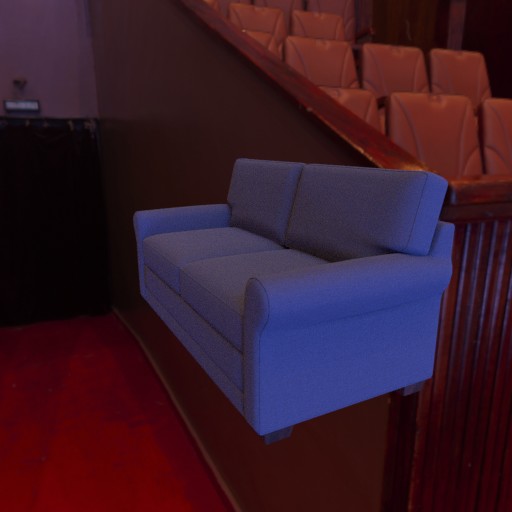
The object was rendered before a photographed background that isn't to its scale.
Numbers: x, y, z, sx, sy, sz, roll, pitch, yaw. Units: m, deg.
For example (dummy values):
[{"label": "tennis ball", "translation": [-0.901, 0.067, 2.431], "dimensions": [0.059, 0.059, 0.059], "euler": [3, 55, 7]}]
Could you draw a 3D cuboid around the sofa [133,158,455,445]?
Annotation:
[{"label": "sofa", "translation": [0.000, 0.000, 2.508], "dimensions": [0.940, 1.020, 1.930], "euler": [-7, 16, -27]}]
